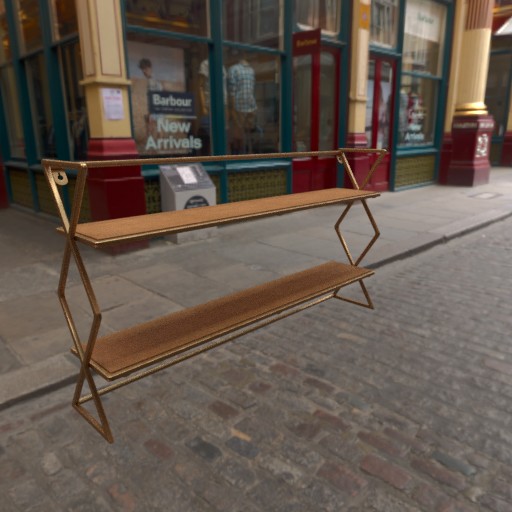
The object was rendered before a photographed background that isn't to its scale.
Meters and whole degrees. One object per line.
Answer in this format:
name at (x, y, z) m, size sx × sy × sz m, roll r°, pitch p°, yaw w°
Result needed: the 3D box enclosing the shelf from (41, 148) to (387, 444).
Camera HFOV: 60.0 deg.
shelf at (0.000, 0.000, 0.995) m, size 0.822 × 0.450 × 0.150 m, roll -15°, pitch 21°, yaw -43°
